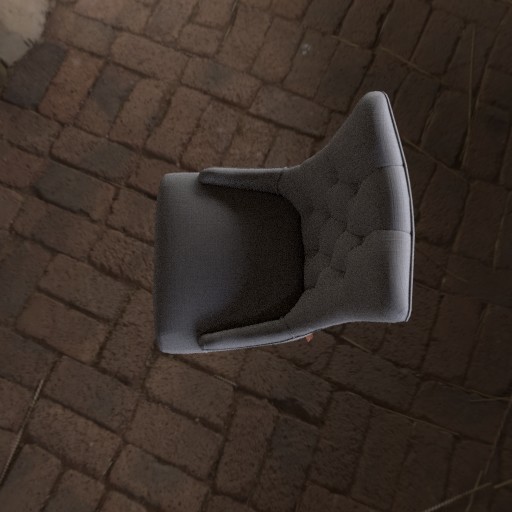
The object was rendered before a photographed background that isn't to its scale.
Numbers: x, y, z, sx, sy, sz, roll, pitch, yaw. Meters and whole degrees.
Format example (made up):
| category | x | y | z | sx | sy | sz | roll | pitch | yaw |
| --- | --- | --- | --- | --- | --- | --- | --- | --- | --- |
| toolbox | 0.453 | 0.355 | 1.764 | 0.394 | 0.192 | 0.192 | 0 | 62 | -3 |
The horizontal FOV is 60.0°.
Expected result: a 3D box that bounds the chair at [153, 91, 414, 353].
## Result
| category | x | y | z | sx | sy | sz | roll | pitch | yaw |
| --- | --- | --- | --- | --- | --- | --- | --- | --- | --- |
| chair | 0.000 | 0.000 | 1.210 | 0.565 | 0.874 | 0.509 | -2 | 77 | 0 |
